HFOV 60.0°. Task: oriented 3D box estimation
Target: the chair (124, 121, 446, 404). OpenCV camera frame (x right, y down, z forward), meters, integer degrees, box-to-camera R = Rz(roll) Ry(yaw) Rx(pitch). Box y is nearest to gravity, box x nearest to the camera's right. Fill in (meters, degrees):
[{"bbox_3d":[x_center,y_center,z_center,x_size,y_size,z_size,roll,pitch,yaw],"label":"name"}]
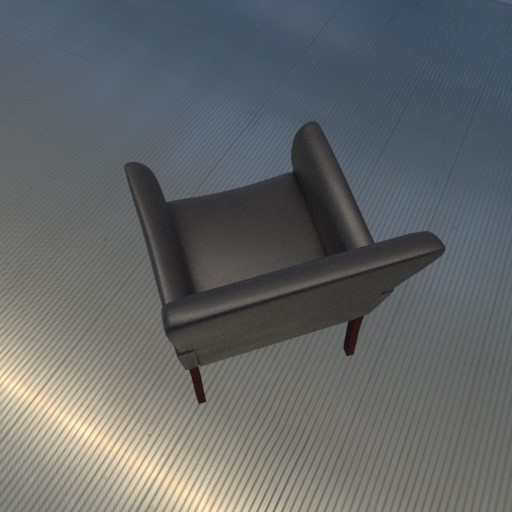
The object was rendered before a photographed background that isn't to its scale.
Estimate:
[{"bbox_3d":[0.000,0.000,1.484,0.683,0.951,0.772,-15,59,-9],"label":"chair"}]
